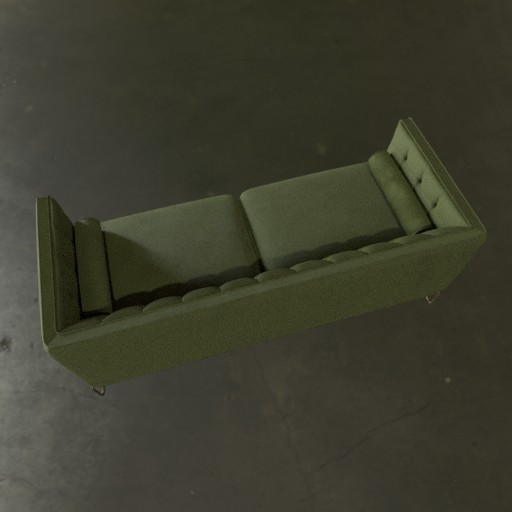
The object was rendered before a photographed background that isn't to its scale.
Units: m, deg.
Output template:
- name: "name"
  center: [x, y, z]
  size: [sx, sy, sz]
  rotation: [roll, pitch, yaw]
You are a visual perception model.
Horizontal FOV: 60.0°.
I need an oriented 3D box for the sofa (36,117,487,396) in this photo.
- name: "sofa"
  center: [0.000, 0.000, 2.474]
  size: [2.087, 0.789, 0.867]
  rotation: [-14, 60, -8]
